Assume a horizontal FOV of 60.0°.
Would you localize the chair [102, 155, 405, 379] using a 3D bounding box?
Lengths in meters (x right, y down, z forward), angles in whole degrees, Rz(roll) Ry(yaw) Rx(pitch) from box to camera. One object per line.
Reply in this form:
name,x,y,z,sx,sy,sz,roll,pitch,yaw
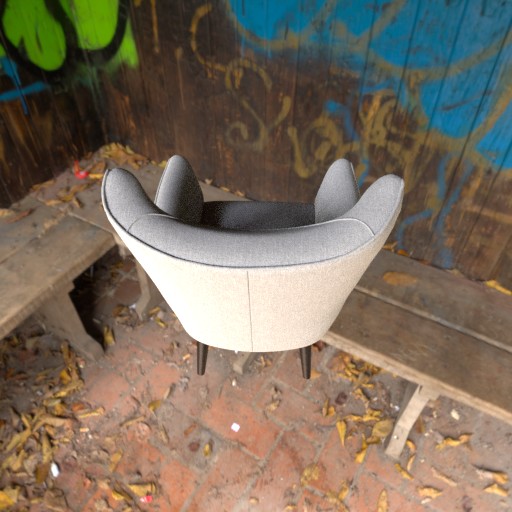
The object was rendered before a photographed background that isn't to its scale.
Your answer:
chair,0.000,0.000,1.589,0.781,0.933,0.888,2,45,2
